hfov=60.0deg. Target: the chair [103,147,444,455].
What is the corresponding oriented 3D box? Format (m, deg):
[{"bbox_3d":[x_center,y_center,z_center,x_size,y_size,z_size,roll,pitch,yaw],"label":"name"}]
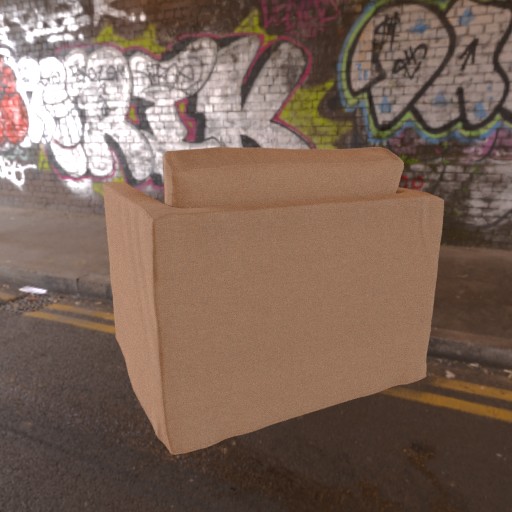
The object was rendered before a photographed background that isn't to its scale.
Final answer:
[{"bbox_3d":[0.000,0.000,1.783,1.057,0.867,0.949,-7,17,-25],"label":"chair"}]
